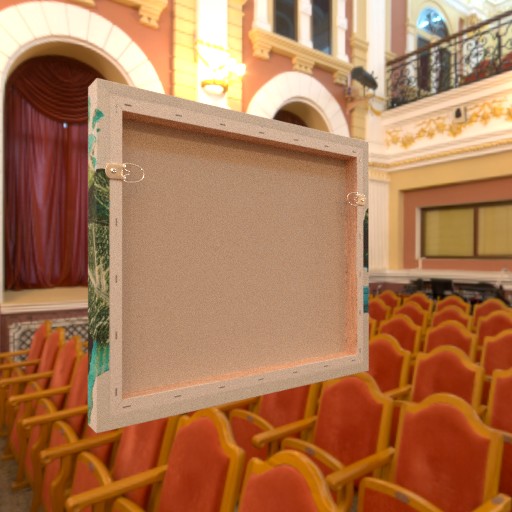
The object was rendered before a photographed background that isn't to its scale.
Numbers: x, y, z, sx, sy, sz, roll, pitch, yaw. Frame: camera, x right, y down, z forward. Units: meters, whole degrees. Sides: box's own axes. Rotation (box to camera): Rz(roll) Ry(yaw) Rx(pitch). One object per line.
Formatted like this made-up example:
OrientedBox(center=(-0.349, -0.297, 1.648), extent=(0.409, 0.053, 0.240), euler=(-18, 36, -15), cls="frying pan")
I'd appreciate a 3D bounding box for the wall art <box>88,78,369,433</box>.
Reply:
OrientedBox(center=(0.000, 0.000, 0.705), extent=(0.507, 0.435, 0.041), euler=(0, 0, -36), cls="wall art")
